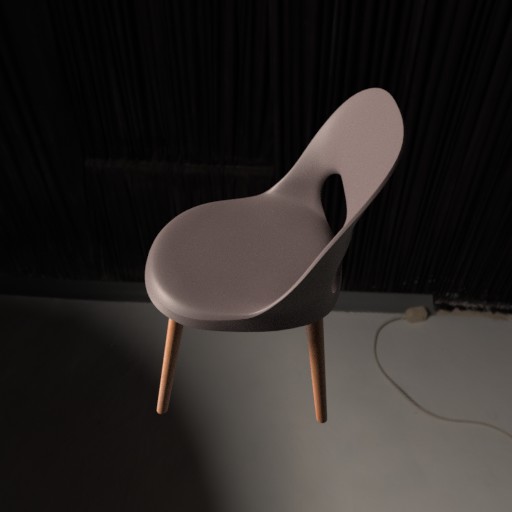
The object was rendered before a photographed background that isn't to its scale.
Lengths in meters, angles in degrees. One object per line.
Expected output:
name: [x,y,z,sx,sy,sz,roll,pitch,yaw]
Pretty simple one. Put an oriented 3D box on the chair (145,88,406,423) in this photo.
chair: [0.000,0.000,1.127,0.556,0.794,0.470,2,41,2]
